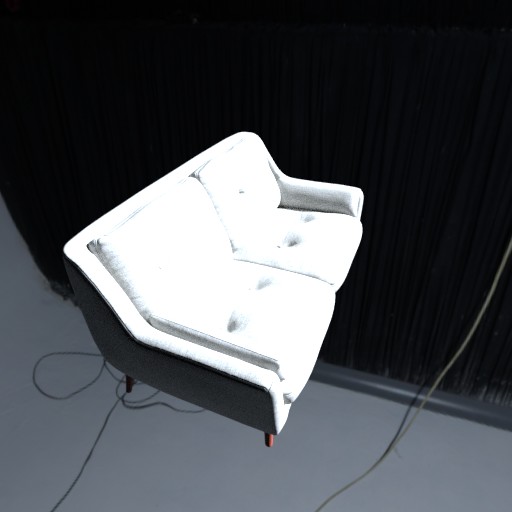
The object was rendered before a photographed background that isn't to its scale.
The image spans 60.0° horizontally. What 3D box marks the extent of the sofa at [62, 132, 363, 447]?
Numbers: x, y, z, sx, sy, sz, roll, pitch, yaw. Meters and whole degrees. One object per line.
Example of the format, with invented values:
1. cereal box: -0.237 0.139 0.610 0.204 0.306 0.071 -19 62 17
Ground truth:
1. sofa: 0.000 0.000 2.460 0.976 0.897 1.930 11 32 18
